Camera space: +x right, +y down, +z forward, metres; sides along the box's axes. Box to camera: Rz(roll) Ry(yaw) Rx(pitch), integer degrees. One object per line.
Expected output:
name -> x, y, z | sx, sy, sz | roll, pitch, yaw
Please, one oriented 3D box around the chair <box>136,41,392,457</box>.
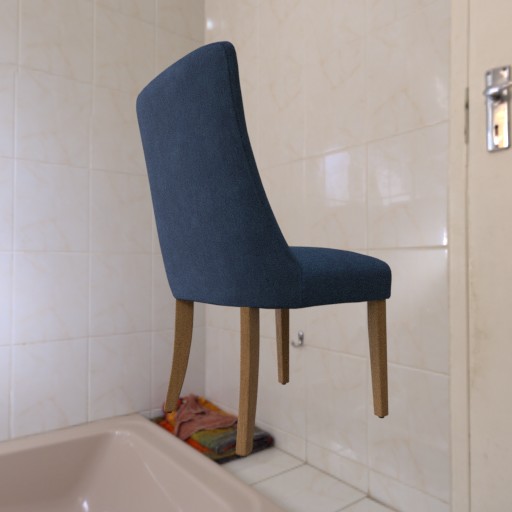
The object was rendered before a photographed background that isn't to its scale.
chair -> 0.000, 0.000, 1.248 | 0.609, 0.902, 0.495 | 1, -1, -36
